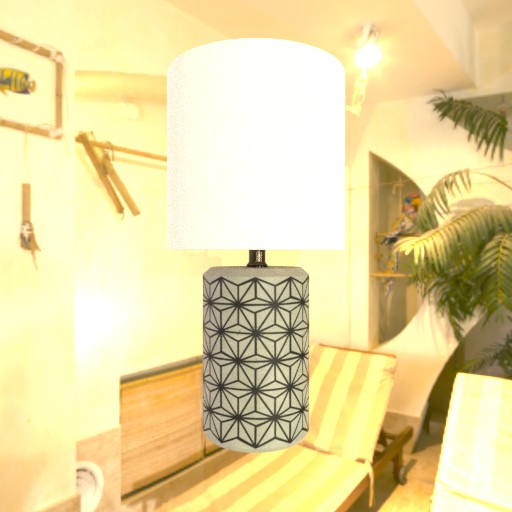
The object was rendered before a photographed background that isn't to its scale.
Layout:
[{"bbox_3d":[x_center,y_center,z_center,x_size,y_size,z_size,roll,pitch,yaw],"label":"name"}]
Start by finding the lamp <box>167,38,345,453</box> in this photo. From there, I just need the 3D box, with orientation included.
[{"bbox_3d":[0.000,0.000,0.526,0.206,0.416,0.206,0,1,36],"label":"lamp"}]
